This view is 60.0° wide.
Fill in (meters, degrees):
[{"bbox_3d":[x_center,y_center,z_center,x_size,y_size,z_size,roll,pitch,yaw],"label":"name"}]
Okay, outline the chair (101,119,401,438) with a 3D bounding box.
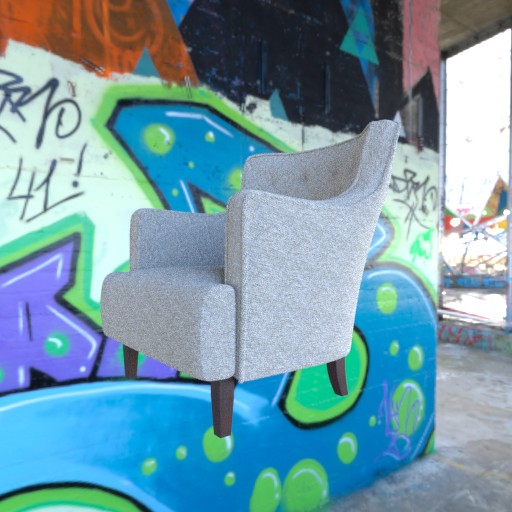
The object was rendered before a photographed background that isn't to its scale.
[{"bbox_3d":[0.000,0.000,1.648,0.910,0.920,0.820,-1,1,-37],"label":"chair"}]
